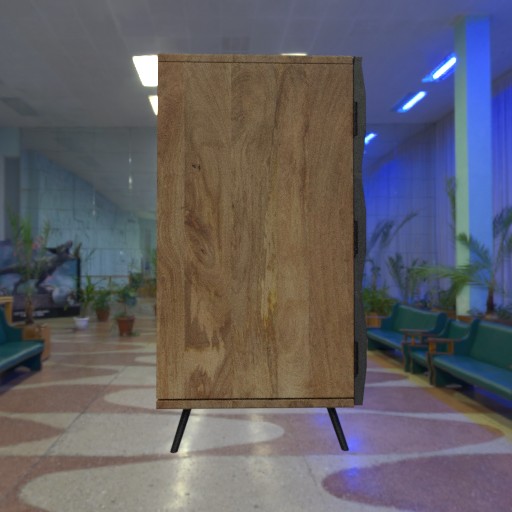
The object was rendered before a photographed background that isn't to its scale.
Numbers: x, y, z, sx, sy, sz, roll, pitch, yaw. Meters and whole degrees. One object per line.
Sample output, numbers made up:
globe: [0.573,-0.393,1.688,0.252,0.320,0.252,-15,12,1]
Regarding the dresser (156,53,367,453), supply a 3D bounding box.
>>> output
dresser: [0.000,0.000,1.419,0.446,0.847,0.967,0,-1,-2]
